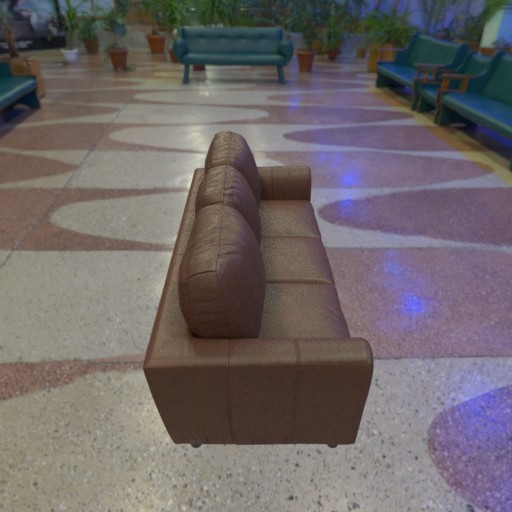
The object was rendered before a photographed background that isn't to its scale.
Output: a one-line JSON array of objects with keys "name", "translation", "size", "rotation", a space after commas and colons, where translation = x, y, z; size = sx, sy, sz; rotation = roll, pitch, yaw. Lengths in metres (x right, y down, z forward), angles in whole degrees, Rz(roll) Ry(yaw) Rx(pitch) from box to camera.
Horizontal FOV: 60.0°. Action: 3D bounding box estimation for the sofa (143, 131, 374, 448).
[{"name": "sofa", "translation": [0.000, 0.000, 2.342], "size": [0.802, 0.915, 1.862], "rotation": [-1, 32, -1]}]
